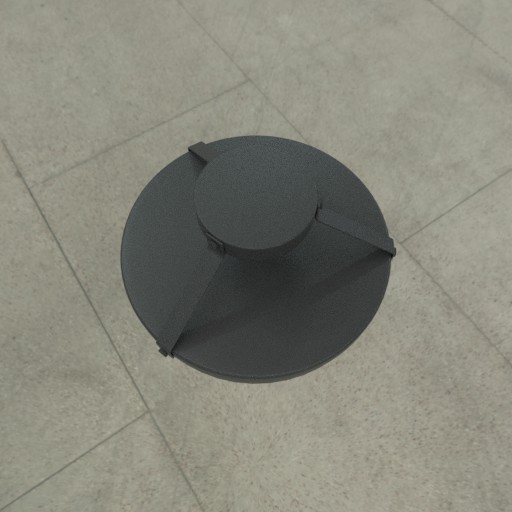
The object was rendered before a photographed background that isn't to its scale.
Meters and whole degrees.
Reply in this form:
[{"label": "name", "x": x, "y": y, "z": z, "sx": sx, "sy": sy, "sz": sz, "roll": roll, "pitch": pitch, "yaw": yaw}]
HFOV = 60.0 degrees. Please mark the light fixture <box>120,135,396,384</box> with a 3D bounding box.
[{"label": "light fixture", "x": 0.000, "y": 0.000, "z": 0.533, "sx": 0.304, "sy": 0.269, "sz": 0.304, "roll": 0, "pitch": 65, "yaw": 0}]
